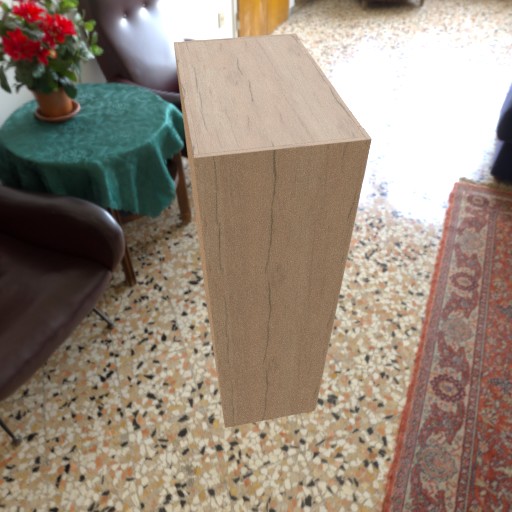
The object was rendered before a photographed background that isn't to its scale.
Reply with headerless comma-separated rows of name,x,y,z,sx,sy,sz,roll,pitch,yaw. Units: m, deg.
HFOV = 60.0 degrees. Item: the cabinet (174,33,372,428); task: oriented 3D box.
cabinet,0.000,0.000,2.417,0.580,1.930,0.980,-8,46,-8
